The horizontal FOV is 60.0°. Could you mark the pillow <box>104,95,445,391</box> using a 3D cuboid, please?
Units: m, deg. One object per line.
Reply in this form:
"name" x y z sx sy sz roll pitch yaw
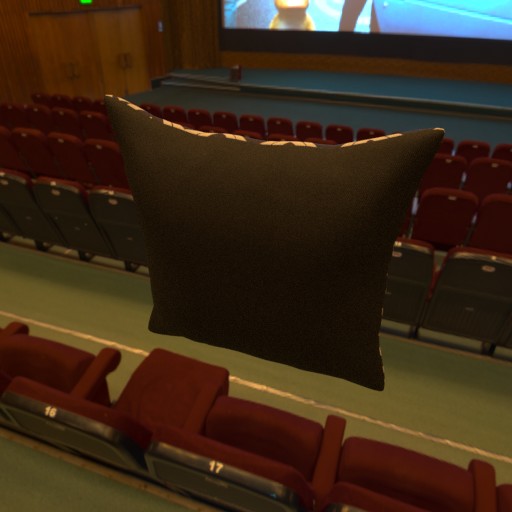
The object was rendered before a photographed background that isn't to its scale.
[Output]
"pillow" 0.000 0.000 0.760 0.504 0.494 0.188 11 35 16
